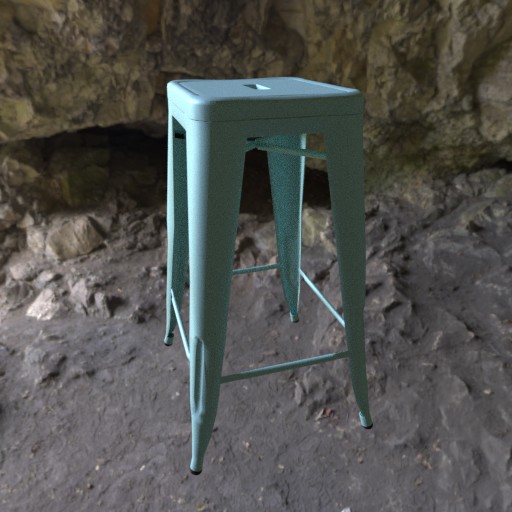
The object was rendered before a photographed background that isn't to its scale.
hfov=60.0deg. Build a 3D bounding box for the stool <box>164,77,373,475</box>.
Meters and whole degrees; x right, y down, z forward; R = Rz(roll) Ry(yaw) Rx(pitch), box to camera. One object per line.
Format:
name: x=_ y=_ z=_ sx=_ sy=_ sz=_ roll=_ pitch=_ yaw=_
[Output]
stool: x=0.000 y=0.000 z=0.843 sx=0.359 sy=0.609 sz=0.399 roll=-8 pitch=27 yaw=-16
